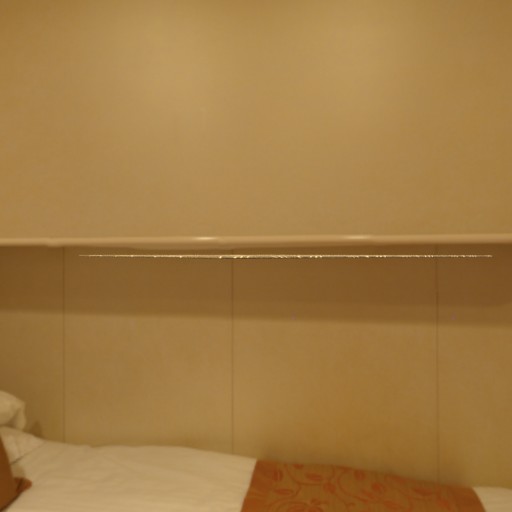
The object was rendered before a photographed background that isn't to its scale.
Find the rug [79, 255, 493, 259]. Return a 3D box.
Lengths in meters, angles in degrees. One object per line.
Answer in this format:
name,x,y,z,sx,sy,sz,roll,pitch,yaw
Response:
rug,0.000,0.000,4.085,2.457,0.012,3.062,0,0,-34
